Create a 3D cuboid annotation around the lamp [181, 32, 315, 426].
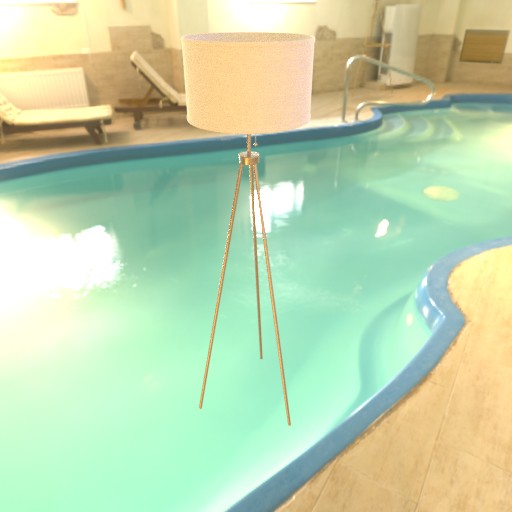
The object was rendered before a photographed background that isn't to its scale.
[{"bbox_3d":[0.000,0.000,1.737,0.458,1.545,0.448,21,36,32],"label":"lamp"}]
